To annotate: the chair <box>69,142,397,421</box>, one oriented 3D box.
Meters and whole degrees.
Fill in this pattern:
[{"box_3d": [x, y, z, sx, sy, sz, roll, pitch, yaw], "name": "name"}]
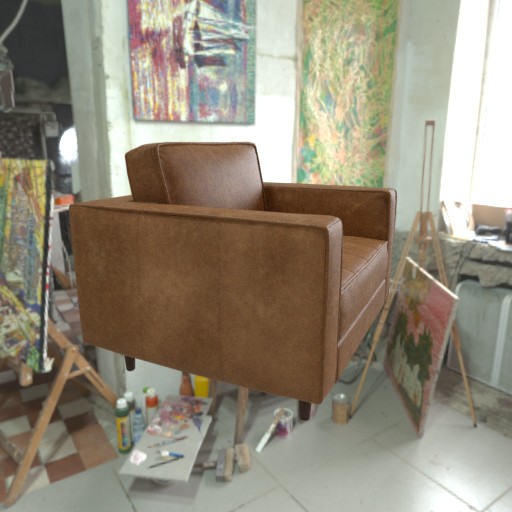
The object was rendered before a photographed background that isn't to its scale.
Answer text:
[{"box_3d": [0.000, 0.000, 1.534, 0.798, 0.767, 0.928, 7, 16, 25], "name": "chair"}]
